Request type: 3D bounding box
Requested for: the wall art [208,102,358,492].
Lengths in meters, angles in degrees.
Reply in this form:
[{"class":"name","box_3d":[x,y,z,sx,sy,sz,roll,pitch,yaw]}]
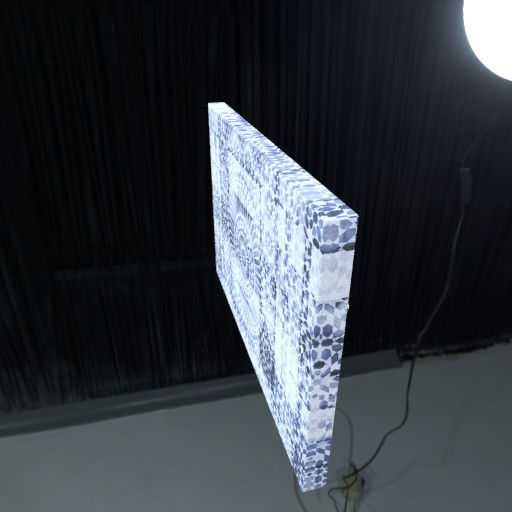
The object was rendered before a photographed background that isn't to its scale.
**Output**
[{"class":"wall art","box_3d":[0.000,0.000,1.144,0.057,0.608,0.911,-8,30,-14]}]
